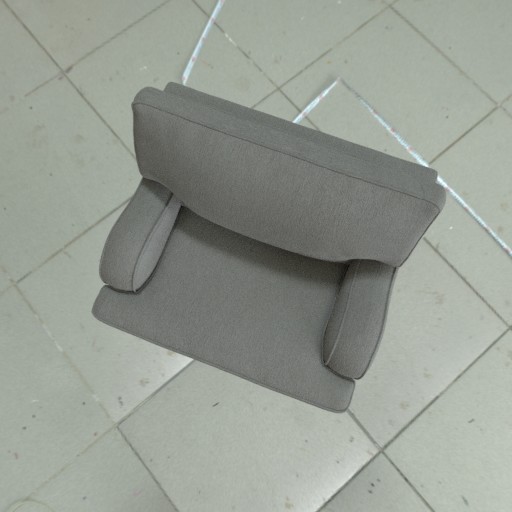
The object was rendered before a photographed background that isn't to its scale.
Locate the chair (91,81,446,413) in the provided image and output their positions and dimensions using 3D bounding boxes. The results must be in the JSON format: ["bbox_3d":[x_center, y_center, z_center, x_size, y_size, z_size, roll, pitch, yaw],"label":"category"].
[{"bbox_3d":[0.000,0.000,1.994,1.220,1.016,1.041,20,77,5],"label":"chair"}]
